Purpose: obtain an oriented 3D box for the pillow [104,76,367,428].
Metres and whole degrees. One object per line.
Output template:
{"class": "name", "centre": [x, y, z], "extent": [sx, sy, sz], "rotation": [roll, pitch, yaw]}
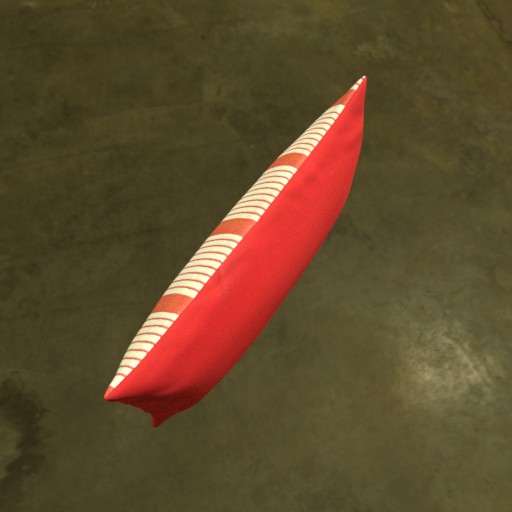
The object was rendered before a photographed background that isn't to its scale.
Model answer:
{"class": "pillow", "centre": [0.000, 0.000, 0.730], "extent": [0.151, 0.297, 0.608], "rotation": [32, 68, 15]}
